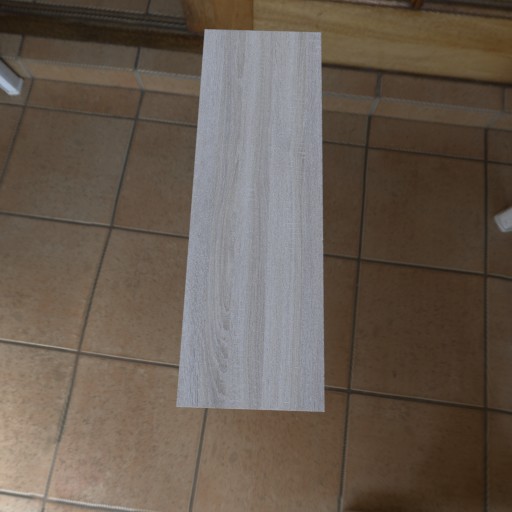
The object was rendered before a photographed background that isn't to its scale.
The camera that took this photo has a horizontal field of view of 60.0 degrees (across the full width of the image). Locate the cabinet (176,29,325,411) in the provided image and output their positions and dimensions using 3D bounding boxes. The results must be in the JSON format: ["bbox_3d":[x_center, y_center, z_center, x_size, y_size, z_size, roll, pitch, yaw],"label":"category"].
[{"bbox_3d":[0.000,0.000,3.056,0.620,2.060,1.870,2,75,0],"label":"cabinet"}]
